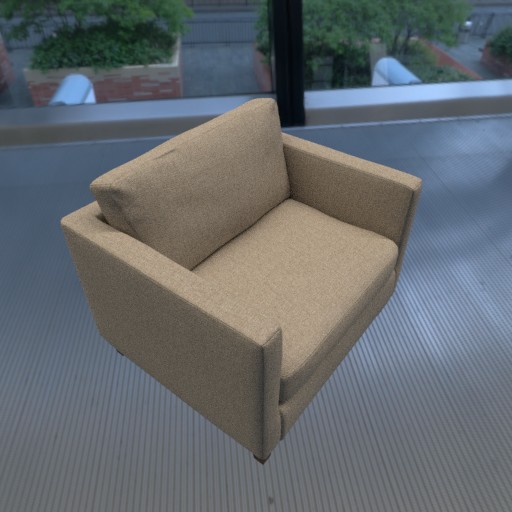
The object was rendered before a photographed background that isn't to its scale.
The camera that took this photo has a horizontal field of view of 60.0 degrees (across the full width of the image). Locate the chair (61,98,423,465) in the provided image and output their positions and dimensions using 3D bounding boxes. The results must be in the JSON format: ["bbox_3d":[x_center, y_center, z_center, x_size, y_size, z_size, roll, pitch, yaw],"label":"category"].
[{"bbox_3d":[0.000,0.000,1.850,0.959,0.961,1.107,27,47,28],"label":"chair"}]
